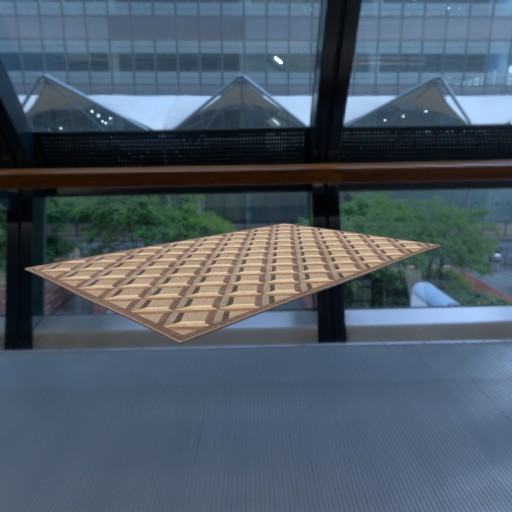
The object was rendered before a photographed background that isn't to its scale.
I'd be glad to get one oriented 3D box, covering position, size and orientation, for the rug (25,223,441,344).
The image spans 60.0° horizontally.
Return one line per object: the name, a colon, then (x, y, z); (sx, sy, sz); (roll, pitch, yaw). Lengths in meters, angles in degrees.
rug: (0.000, 0.000, 2.069); (1.066, 0.011, 1.677); (12, 18, 42)
